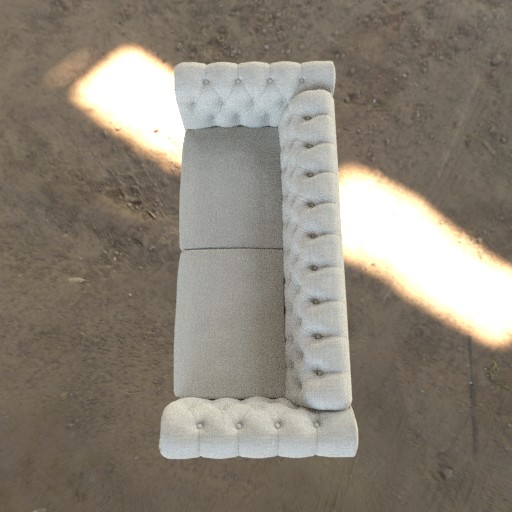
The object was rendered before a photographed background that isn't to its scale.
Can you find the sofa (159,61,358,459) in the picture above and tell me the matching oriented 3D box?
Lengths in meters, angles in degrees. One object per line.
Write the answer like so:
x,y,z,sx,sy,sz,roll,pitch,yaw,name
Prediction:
0.000,0.000,2.262,0.783,0.797,1.798,-1,76,0,sofa
